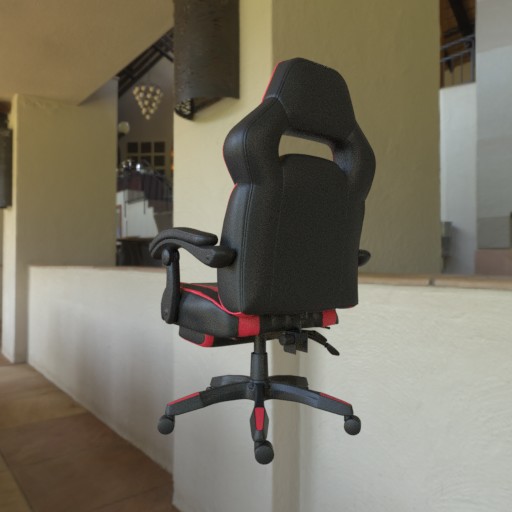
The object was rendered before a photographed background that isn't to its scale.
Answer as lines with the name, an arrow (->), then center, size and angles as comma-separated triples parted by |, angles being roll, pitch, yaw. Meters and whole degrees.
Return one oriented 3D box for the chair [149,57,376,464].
chair -> 0.000, 0.000, 1.649 | 0.700, 1.220, 0.700 | 1, -1, -36
